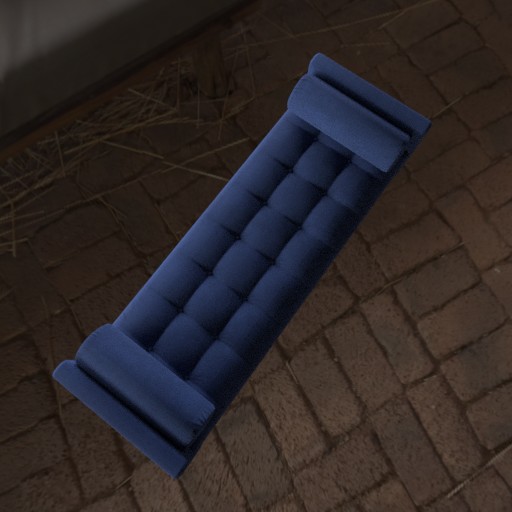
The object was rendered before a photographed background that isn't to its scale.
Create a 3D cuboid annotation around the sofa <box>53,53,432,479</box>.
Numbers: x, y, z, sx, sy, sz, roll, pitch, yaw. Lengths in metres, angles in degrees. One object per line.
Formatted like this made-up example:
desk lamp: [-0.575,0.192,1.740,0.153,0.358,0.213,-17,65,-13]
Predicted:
sofa: [0.000,0.000,2.289,0.686,0.635,1.981,36,78,8]
